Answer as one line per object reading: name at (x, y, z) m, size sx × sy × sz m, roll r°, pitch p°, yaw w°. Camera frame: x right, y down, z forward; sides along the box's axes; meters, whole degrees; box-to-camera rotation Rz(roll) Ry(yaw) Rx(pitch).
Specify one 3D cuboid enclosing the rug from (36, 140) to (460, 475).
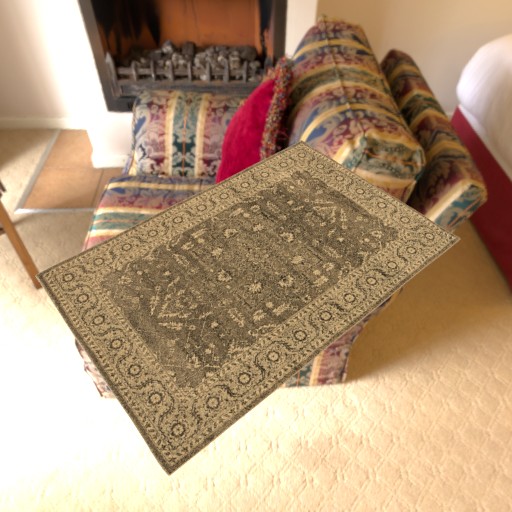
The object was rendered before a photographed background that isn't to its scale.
rug at (0.000, 0.000, 2.259) m, size 1.828 × 0.019 × 1.209 m, roll -32°, pitch 55°, yaw -26°
